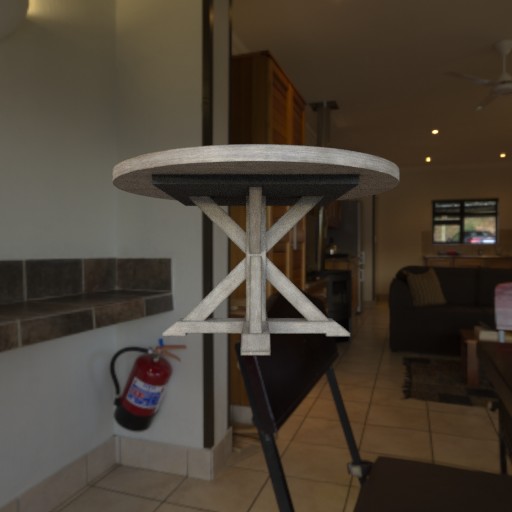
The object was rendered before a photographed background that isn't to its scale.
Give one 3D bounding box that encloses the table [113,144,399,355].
[{"bbox_3d":[0.000,0.000,2.212,1.363,0.781,1.363,0,0,0],"label":"table"}]
